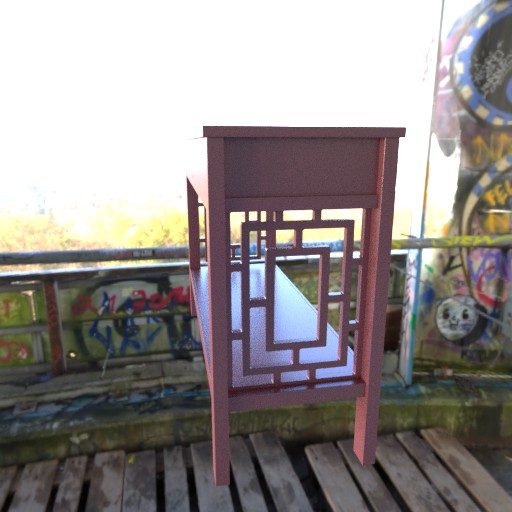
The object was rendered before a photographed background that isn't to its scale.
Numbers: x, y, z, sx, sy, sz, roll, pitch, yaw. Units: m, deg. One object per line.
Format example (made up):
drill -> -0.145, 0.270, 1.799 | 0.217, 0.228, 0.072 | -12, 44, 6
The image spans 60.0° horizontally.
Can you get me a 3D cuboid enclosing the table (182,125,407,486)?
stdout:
table -> 0.000, 0.000, 1.404 | 0.397, 0.753, 1.068 | -3, 15, -11
